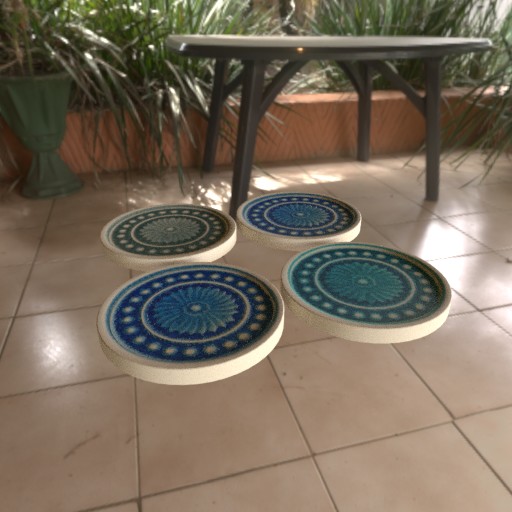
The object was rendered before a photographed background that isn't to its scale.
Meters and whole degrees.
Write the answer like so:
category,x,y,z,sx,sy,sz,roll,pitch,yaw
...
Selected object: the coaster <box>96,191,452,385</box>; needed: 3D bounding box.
category,x,y,z,sx,sy,sz,roll,pitch,yaw
coaster,0.000,0.000,0.326,0.220,0.010,0.224,-8,29,-14
